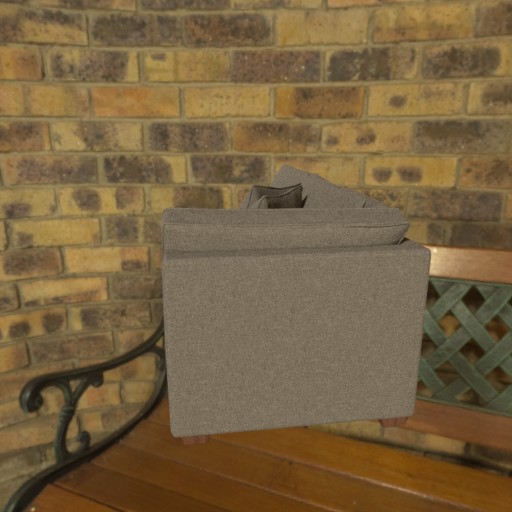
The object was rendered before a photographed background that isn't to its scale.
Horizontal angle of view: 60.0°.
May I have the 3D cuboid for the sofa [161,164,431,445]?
[{"bbox_3d":[0.000,0.000,2.812,1.110,1.033,2.237,-2,16,-8],"label":"sofa"}]
